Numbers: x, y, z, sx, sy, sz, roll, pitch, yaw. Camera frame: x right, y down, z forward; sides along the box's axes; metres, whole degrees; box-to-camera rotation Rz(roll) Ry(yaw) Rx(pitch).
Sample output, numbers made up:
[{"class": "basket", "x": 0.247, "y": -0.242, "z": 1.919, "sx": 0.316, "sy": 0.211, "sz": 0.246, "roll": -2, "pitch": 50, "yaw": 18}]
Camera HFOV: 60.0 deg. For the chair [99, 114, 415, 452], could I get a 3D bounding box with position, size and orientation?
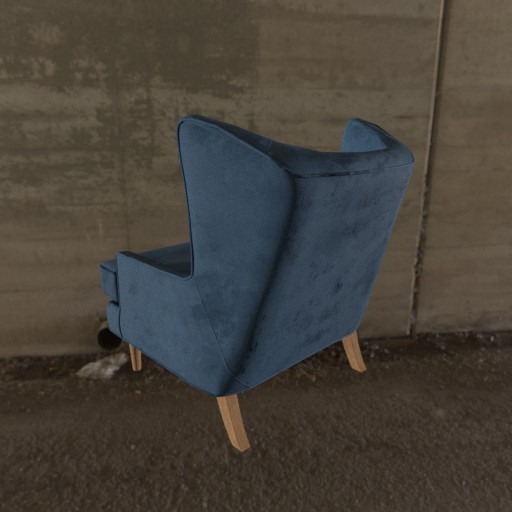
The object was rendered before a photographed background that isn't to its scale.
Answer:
[{"class": "chair", "x": 0.000, "y": 0.000, "z": 1.593, "sx": 0.793, "sy": 0.952, "sz": 0.910, "roll": -15, "pitch": 22, "yaw": -42}]
